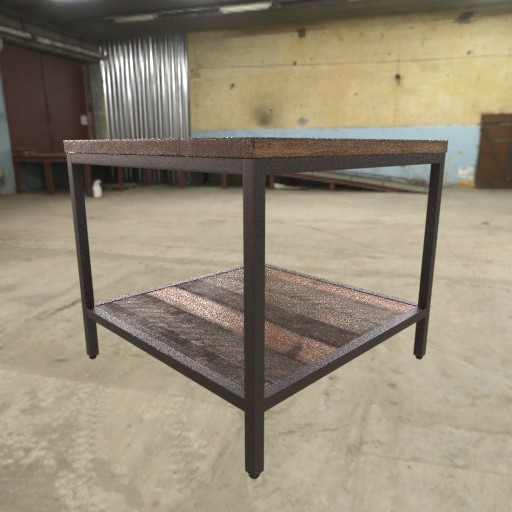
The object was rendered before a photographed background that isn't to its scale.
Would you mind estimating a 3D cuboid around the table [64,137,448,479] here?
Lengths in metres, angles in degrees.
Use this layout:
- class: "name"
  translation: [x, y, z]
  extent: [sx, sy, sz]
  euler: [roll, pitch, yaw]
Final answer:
- class: "table"
  translation: [0.000, 0.000, 0.953]
  extent: [0.553, 0.482, 0.548]
  euler: [-14, 19, -43]
